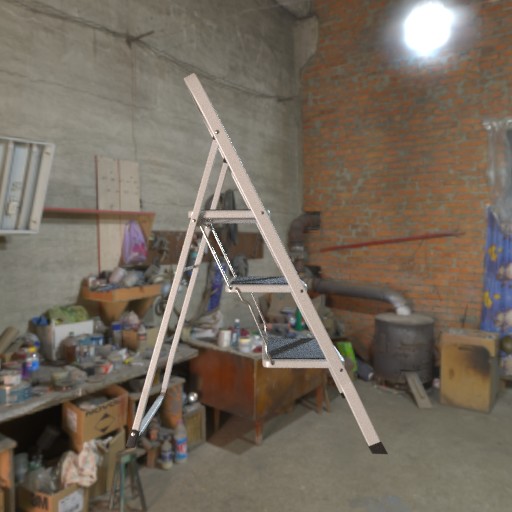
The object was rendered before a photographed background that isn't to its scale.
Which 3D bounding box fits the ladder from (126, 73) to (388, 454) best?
[{"bbox_3d":[0.000,0.000,1.406,0.711,1.050,0.460,0,1,1],"label":"ladder"}]
